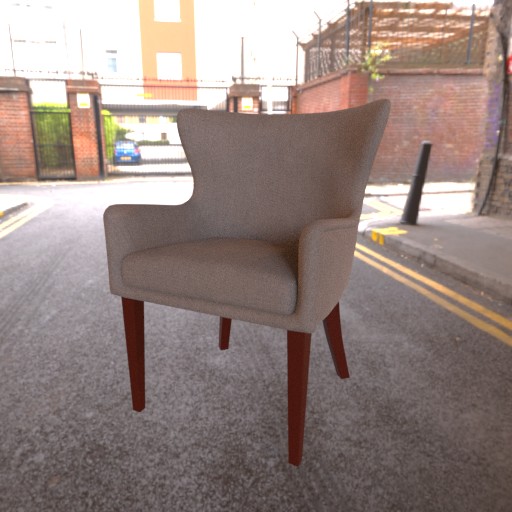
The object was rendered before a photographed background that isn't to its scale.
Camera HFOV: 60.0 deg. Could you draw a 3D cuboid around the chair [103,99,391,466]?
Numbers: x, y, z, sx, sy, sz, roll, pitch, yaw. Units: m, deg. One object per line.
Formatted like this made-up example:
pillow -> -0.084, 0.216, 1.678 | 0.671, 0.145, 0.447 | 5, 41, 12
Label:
chair -> 0.000, 0.000, 1.418 | 0.732, 0.948, 0.677 | 7, 16, 26
